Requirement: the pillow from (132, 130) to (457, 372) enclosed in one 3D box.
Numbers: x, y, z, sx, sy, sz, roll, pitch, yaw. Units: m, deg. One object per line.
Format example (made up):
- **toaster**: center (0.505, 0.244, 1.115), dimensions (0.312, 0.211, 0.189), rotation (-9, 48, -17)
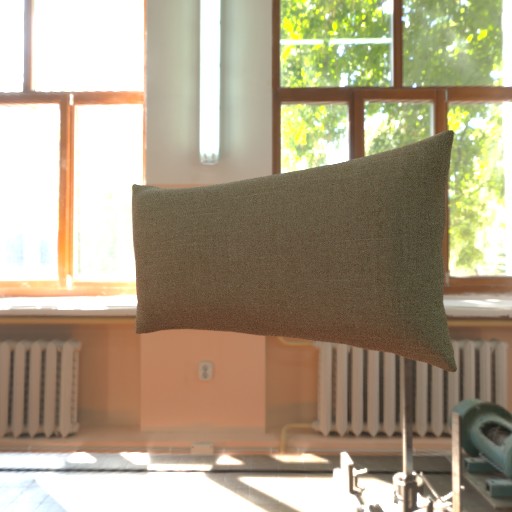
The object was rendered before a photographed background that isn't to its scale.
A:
- **pillow**: center (0.000, 0.000, 1.022), dimensions (0.859, 0.429, 0.197), rotation (-1, -2, 36)
